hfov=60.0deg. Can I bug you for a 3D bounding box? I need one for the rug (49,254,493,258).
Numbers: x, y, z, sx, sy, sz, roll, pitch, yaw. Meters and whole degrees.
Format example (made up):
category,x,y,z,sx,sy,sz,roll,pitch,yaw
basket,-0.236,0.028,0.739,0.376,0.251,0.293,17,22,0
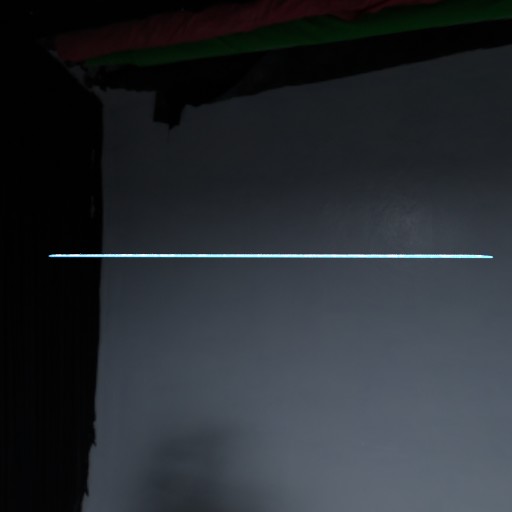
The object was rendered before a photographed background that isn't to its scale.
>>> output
category,x,y,z,sx,sy,sz,roll,pitch,yaw
rug,0.000,0.000,2.412,2.196,0.011,0.662,0,0,19
